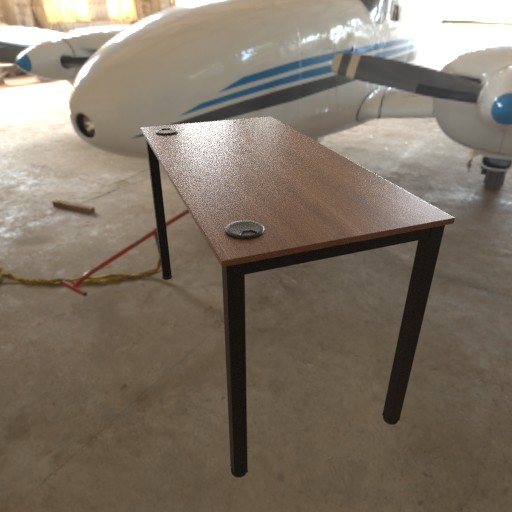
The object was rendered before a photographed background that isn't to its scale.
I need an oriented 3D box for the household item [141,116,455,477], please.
[{"bbox_3d":[0.000,0.000,1.674,0.600,0.750,1.200,-11,31,-18],"label":"household item"}]
